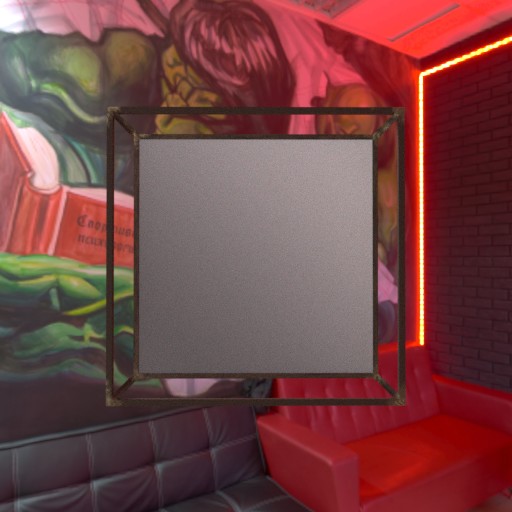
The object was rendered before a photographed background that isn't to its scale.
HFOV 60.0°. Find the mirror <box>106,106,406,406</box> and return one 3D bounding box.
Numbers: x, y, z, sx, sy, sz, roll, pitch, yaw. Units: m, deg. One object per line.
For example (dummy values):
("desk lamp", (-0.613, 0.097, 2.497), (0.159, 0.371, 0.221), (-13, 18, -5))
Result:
("mirror", (0.000, 0.000, 0.921), (0.610, 0.610, 0.032), (0, -1, 0))
